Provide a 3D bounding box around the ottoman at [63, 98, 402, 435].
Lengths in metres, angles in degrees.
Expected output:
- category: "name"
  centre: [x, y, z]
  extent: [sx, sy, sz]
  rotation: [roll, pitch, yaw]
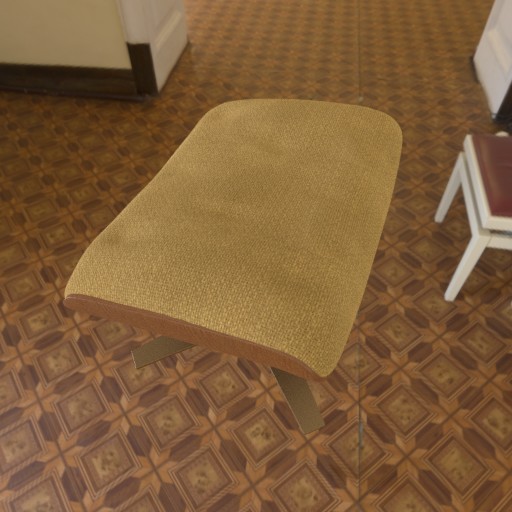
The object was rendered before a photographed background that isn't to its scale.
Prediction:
- category: "ottoman"
  centre: [0.000, 0.000, 0.787]
  extent: [0.394, 0.391, 0.520]
  rotation: [17, 50, 14]
